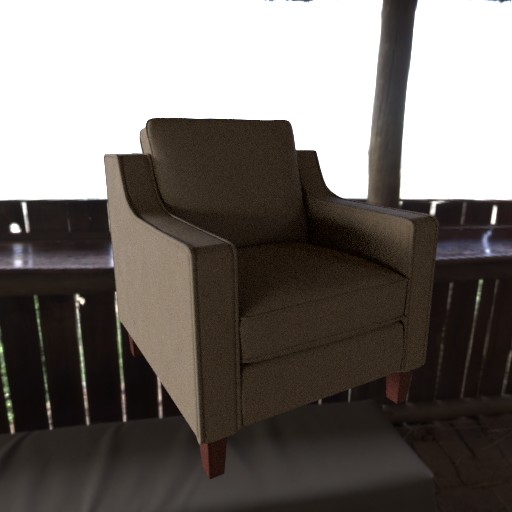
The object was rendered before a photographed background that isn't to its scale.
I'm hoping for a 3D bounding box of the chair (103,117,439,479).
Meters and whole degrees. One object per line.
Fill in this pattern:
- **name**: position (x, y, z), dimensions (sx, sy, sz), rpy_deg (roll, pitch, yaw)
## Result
- **chair**: position (0.000, 0.000, 1.593), dimensions (0.831, 0.960, 0.909), rpy_deg (-9, 18, -28)
